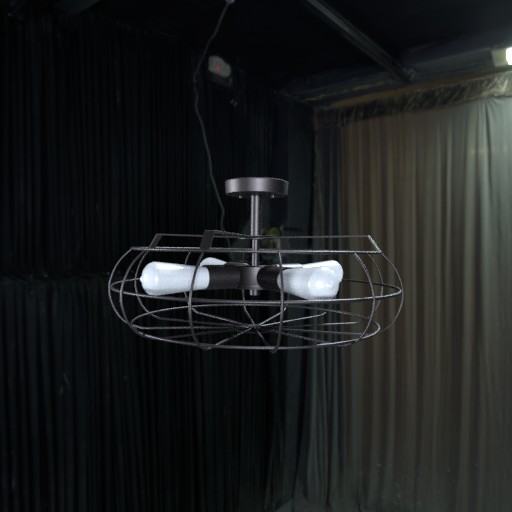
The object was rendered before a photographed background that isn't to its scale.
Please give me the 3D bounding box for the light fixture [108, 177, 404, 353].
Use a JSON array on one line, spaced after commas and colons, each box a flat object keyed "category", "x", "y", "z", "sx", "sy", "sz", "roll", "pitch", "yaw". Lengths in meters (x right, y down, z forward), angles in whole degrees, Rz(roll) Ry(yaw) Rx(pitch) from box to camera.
[{"category": "light fixture", "x": 0.000, "y": 0.000, "z": 0.929, "sx": 0.582, "sy": 0.311, "sz": 0.582, "roll": 0, "pitch": 0, "yaw": 0}]
